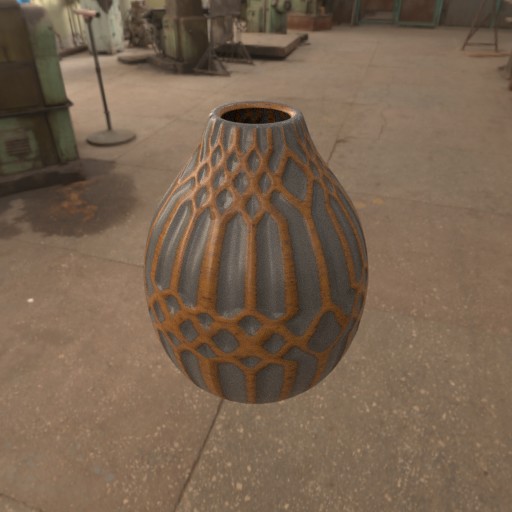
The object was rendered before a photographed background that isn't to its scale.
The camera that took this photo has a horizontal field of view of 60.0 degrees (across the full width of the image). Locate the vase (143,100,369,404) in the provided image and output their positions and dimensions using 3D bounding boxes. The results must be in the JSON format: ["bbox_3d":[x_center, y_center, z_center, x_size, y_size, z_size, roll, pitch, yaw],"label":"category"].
[{"bbox_3d":[0.000,0.000,0.137,0.069,0.088,0.069,0,33,0],"label":"vase"}]
